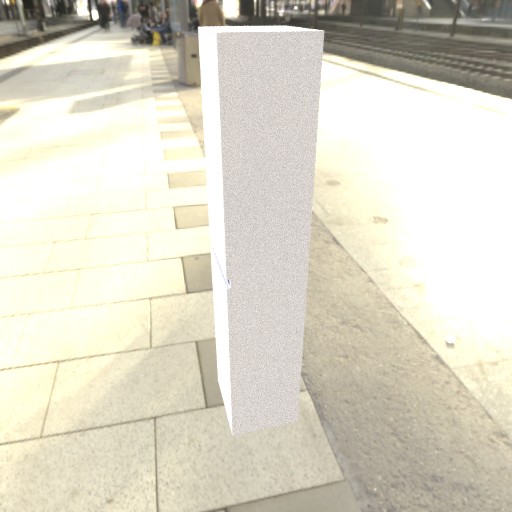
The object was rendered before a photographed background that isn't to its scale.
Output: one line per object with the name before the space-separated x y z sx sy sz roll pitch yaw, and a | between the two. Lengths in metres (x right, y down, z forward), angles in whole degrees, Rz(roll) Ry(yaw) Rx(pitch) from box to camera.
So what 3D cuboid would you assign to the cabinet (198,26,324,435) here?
cabinet | 0.000 0.000 1.532 0.269 1.400 0.300 -7 30 -13
